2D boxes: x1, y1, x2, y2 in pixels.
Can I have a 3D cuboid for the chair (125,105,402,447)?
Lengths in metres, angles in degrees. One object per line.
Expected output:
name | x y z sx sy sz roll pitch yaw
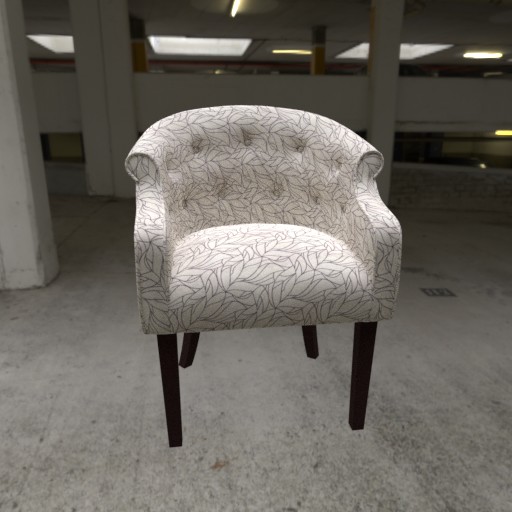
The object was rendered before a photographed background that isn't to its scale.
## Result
chair | 0.000 0.000 1.303 0.686 0.858 0.613 -2 17 -7
